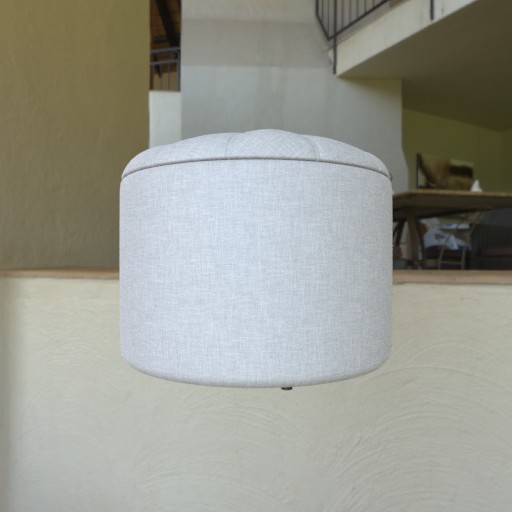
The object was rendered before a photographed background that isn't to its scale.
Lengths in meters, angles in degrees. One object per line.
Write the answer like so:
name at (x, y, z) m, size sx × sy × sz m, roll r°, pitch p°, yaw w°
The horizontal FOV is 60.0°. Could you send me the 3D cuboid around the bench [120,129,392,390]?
bench at (0.000, 0.000, 1.020) m, size 0.600 × 0.453 × 0.600 m, roll 0°, pitch 0°, yaw 0°
